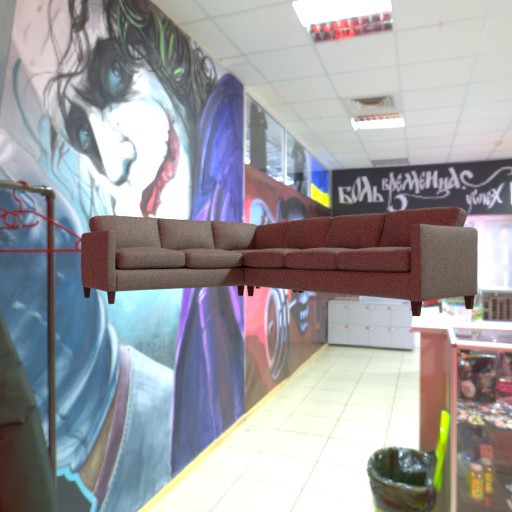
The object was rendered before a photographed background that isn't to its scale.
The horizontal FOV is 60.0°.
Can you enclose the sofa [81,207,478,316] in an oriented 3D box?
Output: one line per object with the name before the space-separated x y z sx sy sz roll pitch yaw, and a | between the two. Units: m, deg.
sofa | 0.000 0.000 4.486 2.593 0.947 3.302 0 0 -37
